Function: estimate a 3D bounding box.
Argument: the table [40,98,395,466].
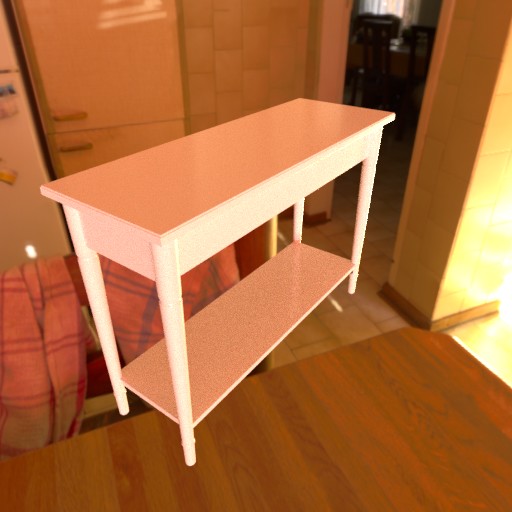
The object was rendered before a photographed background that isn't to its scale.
[{"bbox_3d":[0.000,0.000,1.426,0.381,0.749,1.067,21,38,31],"label":"table"}]
